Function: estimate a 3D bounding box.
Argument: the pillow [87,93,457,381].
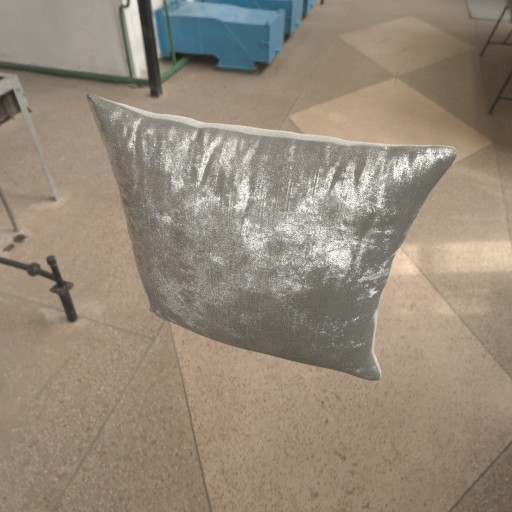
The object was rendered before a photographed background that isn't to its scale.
[{"bbox_3d":[0.000,0.000,0.693,0.470,0.464,0.175,13,44,13],"label":"pillow"}]
